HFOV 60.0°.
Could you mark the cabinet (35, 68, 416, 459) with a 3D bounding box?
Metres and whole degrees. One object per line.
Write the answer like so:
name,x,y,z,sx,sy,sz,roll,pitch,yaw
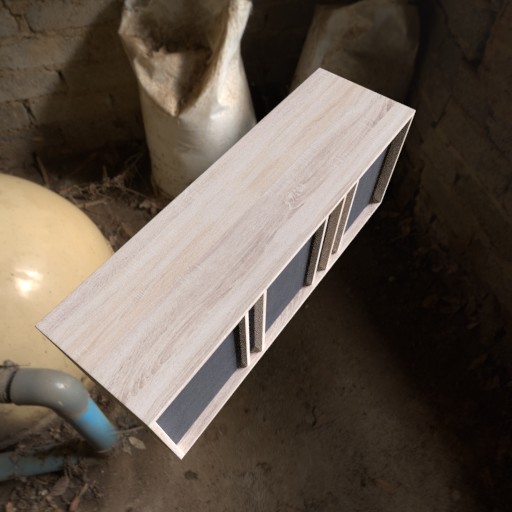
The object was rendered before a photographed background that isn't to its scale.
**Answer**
cabinet,0.000,0.000,1.994,0.500,0.780,1.650,33,63,19
